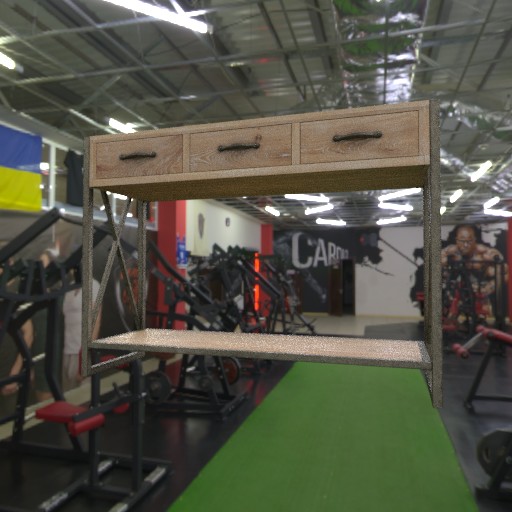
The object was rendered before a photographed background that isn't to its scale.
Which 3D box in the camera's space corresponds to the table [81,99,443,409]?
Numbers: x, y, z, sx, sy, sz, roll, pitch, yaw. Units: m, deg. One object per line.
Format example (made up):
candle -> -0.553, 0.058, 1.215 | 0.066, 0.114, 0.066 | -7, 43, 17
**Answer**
table -> 0.000, 0.000, 1.403 | 1.059, 0.763, 0.361 | -1, -2, 18
